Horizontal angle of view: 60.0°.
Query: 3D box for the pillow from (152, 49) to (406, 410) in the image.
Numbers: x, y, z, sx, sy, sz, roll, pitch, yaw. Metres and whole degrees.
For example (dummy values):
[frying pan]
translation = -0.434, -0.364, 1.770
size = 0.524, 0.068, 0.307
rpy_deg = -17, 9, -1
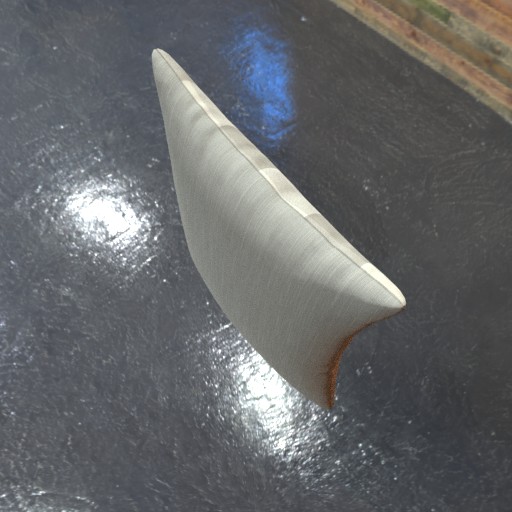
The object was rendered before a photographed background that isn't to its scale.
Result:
[pillow]
translation = 0.000, 0.000, 0.767
size = 0.161, 0.509, 0.511
rpy_deg = -32, 65, -17
